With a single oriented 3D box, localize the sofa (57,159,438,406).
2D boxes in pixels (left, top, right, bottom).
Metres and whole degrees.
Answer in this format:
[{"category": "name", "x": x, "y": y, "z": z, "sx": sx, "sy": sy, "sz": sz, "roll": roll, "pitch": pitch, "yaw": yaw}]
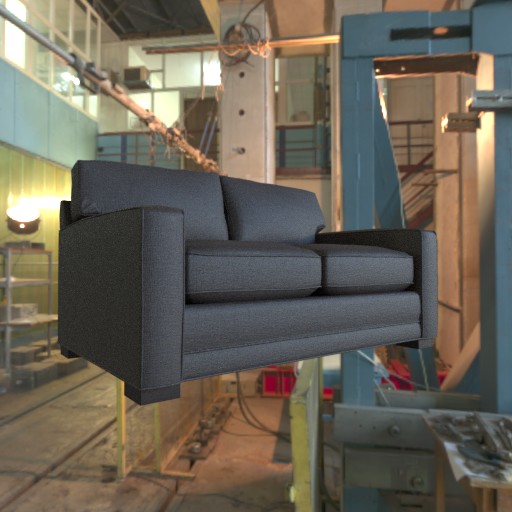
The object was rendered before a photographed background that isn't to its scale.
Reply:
[{"category": "sofa", "x": 0.000, "y": 0.000, "z": 2.090, "sx": 1.534, "sy": 0.887, "sz": 0.974, "roll": 1, "pitch": -1, "yaw": -37}]
